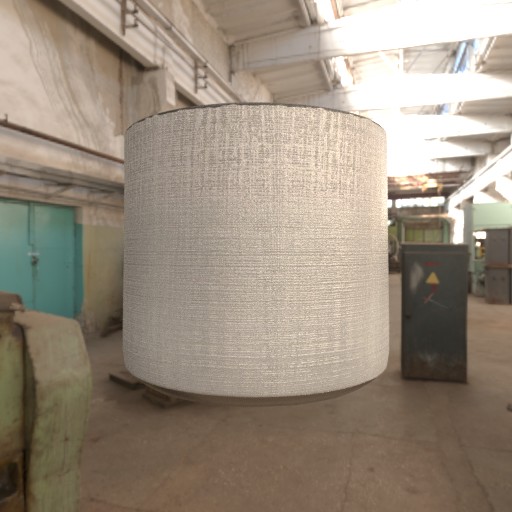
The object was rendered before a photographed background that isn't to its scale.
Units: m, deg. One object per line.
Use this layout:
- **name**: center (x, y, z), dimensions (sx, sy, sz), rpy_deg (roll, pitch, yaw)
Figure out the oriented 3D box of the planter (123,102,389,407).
- **planter**: center (0.000, 0.000, 0.217), dimensions (0.125, 0.112, 0.125), rpy_deg (0, 1, 0)
